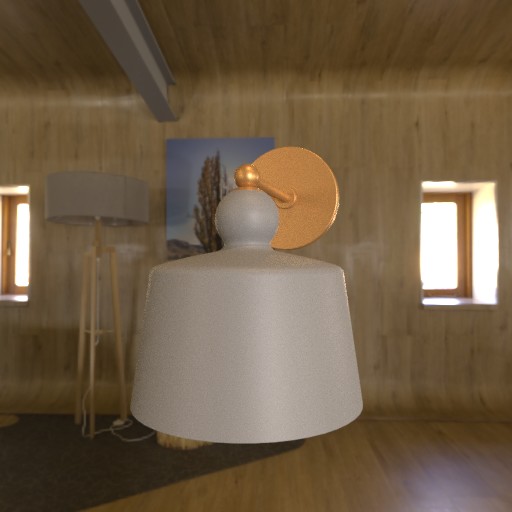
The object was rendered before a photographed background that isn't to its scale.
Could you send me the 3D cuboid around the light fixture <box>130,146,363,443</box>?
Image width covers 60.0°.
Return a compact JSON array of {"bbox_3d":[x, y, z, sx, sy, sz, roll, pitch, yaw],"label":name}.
[{"bbox_3d":[0.000,0.000,0.427,0.204,0.268,0.254,0,-1,18],"label":"light fixture"}]
